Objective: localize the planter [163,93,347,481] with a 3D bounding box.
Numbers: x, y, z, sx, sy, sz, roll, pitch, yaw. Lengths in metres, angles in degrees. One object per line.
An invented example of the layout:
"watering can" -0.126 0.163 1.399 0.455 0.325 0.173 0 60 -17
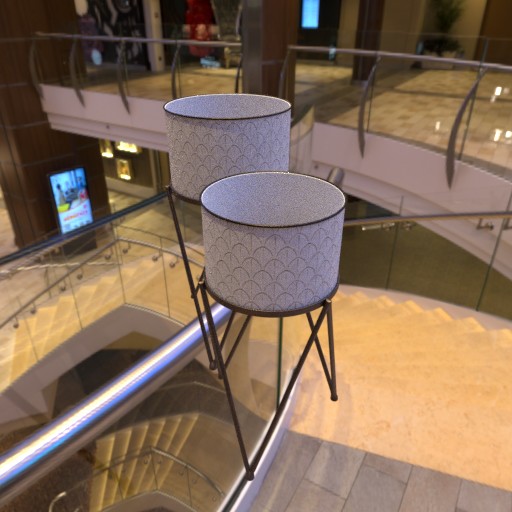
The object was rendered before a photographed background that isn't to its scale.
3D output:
"planter" 0.000 0.000 1.175 0.413 0.712 0.769 -8 30 -13
